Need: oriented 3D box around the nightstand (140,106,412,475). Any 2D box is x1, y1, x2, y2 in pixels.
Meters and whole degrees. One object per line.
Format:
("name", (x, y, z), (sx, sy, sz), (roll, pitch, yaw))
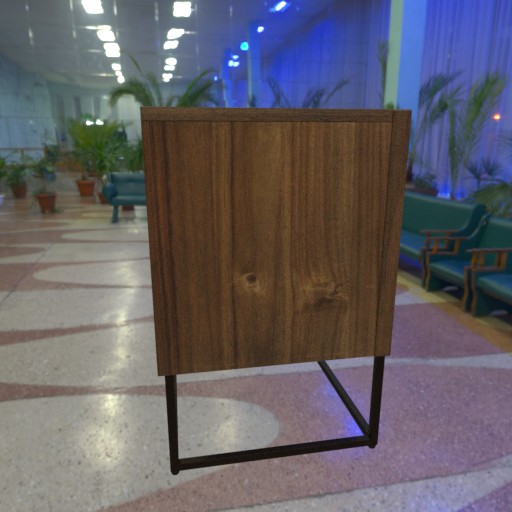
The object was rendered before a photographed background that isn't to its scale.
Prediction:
("nightstand", (0.000, 0.000, 1.010), (0.437, 0.610, 0.610), (-3, 16, -10))
